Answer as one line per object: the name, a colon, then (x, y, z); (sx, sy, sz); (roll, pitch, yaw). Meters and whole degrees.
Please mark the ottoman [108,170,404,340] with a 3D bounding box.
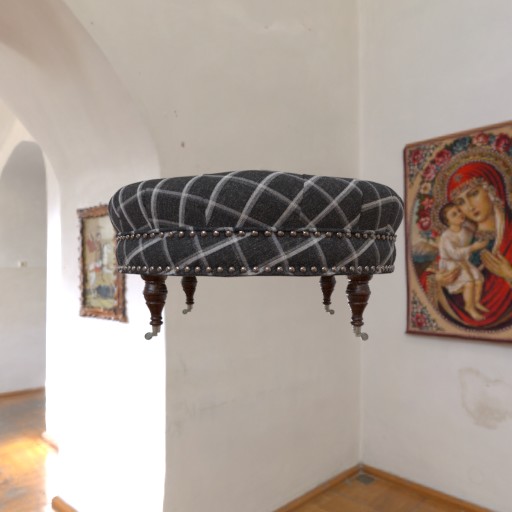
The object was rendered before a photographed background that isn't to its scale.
ottoman: (0.000, 0.000, 1.419); (0.901, 0.439, 0.901); (0, 0, 0)
